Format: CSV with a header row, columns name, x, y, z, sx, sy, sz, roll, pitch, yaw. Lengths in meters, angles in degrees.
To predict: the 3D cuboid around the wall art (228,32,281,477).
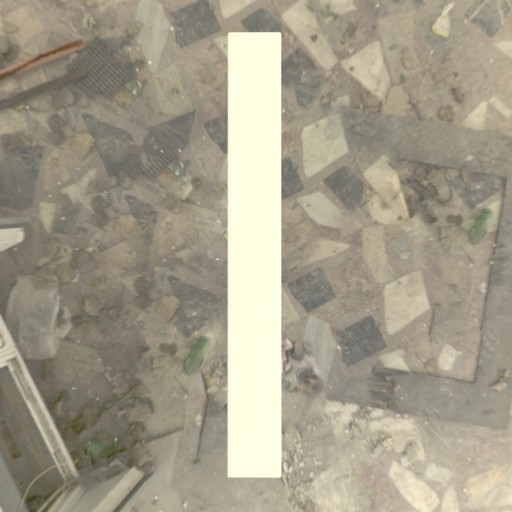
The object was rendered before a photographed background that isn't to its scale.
name,x,y,z,sx,sy,sz,roll,pitch,yaw
wall art,0.000,0.000,0.456,0.037,0.305,0.305,0,89,0
